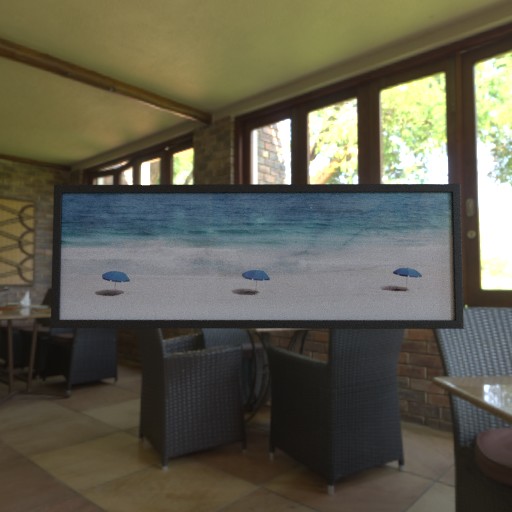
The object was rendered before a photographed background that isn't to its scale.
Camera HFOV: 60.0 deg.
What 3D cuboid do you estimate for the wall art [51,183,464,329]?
[{"bbox_3d":[0.000,0.000,1.719,1.572,0.554,0.041,0,-3,1],"label":"wall art"}]
